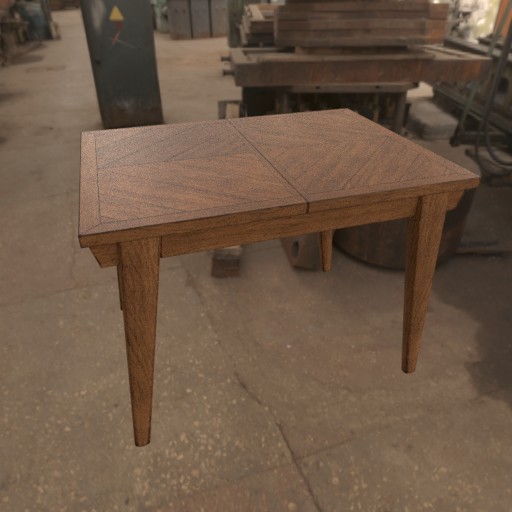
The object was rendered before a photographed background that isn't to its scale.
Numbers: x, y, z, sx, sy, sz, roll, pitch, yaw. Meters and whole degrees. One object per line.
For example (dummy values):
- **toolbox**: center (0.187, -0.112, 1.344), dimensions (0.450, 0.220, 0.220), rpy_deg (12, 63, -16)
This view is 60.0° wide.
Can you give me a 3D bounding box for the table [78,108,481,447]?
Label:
- **table**: center (0.000, 0.000, 1.565), dimensions (1.027, 0.760, 0.757), rpy_deg (-10, 34, -15)
